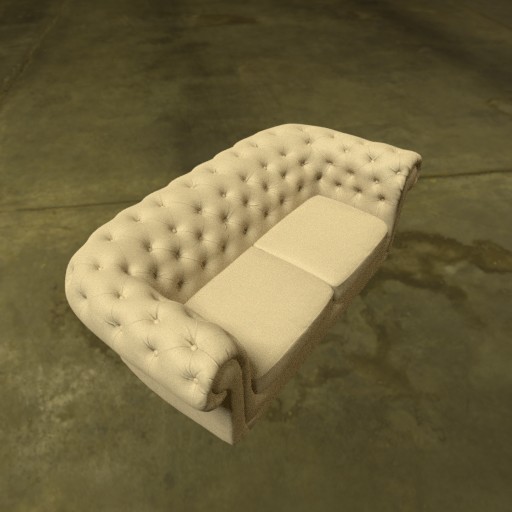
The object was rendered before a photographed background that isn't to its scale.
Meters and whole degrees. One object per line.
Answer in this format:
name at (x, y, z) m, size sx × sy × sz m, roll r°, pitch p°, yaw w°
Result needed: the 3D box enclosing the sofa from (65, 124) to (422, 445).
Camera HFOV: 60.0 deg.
sofa at (0.000, 0.000, 2.484) m, size 1.069 × 0.835 × 1.988 m, roll 26°, pitch 47°, yaw 27°
